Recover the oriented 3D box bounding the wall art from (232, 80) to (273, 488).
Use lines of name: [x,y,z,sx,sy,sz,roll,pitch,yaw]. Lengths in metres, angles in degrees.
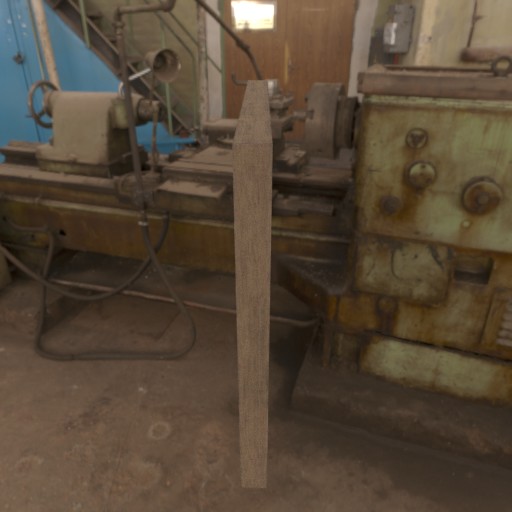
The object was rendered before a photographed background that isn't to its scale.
wall art: [0.000,0.000,0.761,0.038,0.508,0.508,0,28,1]
